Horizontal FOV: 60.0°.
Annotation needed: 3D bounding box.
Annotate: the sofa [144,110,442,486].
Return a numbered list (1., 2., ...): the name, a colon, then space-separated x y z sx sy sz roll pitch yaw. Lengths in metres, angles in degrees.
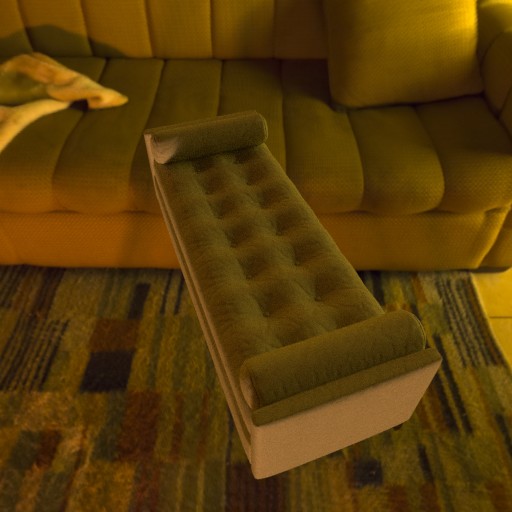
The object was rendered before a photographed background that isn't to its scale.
1. sofa: 0.000 0.000 2.482 0.796 0.705 2.102 -15 48 -14
